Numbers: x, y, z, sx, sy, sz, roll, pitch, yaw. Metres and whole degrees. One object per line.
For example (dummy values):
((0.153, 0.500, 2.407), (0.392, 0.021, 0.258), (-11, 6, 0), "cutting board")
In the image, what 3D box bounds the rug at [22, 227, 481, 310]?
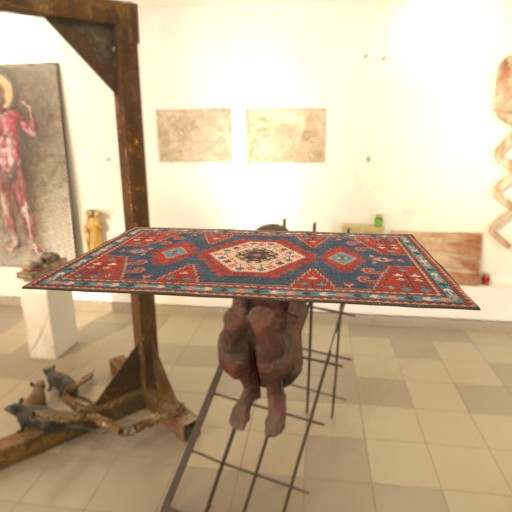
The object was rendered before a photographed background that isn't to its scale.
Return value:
((0.000, 0.000, 2.305), (1.820, 0.012, 1.207), (2, 16, 7), "rug")
